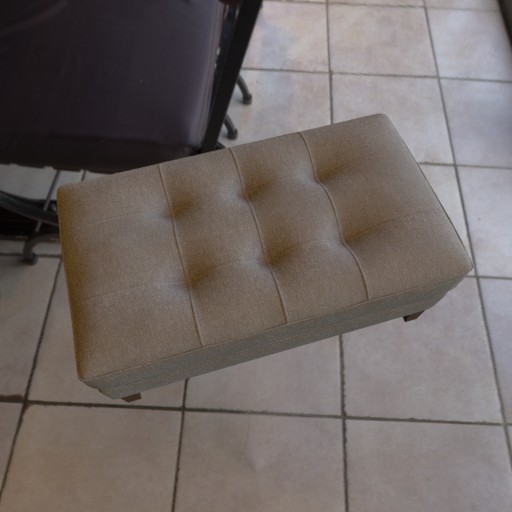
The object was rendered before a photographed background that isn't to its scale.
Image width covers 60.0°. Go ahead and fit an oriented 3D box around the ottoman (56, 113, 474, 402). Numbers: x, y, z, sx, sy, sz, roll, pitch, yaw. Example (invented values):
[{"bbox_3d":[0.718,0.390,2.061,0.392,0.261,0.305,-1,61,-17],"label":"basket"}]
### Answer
[{"bbox_3d":[0.000,0.000,1.494,1.143,0.514,0.648,-15,65,-7],"label":"ottoman"}]
